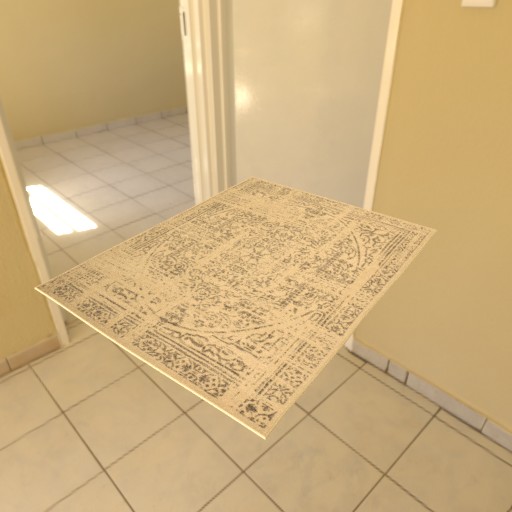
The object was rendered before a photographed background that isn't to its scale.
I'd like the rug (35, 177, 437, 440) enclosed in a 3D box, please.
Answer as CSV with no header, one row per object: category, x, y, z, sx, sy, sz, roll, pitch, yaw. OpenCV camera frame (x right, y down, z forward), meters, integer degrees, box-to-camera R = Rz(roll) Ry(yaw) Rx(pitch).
rug,0.000,0.000,3.970,2.311,0.032,2.921,22,38,30
